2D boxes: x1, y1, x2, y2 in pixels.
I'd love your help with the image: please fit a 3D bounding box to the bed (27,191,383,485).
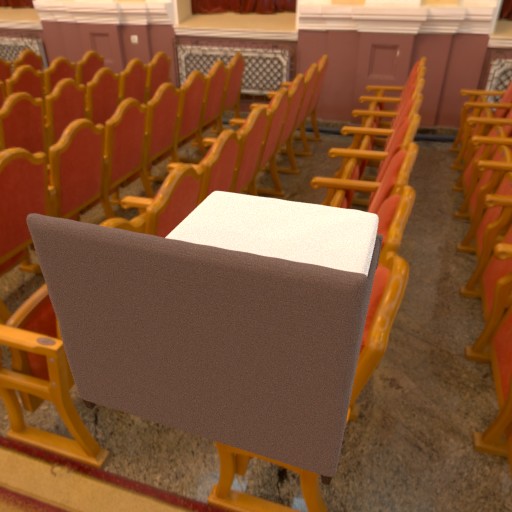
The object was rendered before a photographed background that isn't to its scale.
[{"bbox_3d":[0.000,0.000,3.216,1.696,1.426,2.233,10,34,16],"label":"bed"}]
